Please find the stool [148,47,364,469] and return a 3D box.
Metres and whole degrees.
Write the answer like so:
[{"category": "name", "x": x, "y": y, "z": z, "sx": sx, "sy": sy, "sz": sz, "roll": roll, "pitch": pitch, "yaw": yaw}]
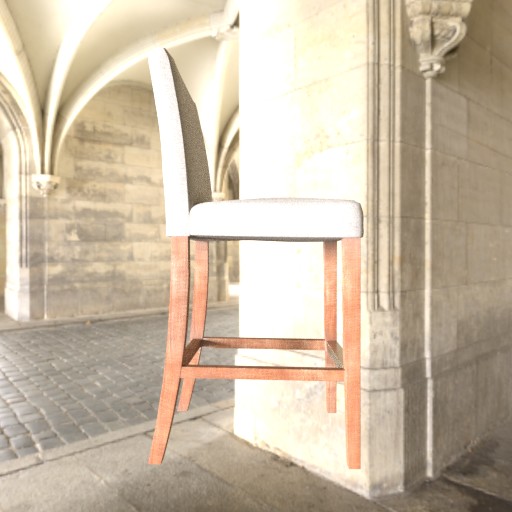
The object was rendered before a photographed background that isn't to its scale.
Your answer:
[{"category": "stool", "x": 0.000, "y": 0.000, "z": 1.348, "sx": 0.570, "sy": 1.088, "sz": 0.439, "roll": 0, "pitch": 1, "yaw": 1}]
